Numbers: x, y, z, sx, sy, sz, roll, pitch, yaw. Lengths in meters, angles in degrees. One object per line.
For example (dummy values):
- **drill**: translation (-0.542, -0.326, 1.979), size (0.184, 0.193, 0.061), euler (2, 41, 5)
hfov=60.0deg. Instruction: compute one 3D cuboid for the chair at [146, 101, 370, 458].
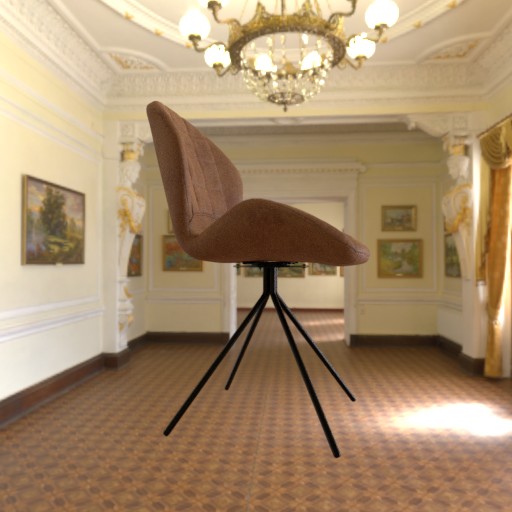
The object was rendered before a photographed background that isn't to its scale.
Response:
- **chair**: translation (0.000, 0.000, 1.298), size (0.640, 0.929, 0.527), euler (0, -1, 17)
